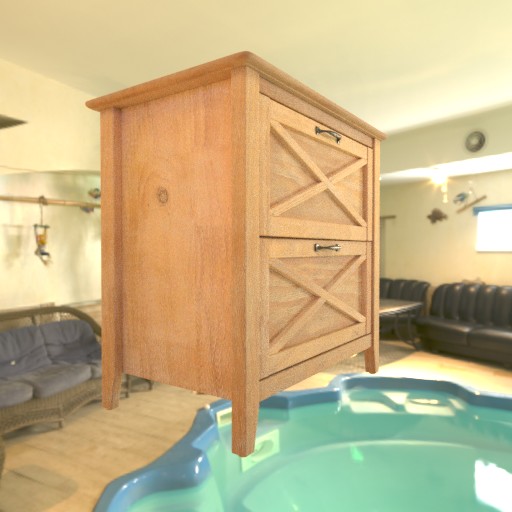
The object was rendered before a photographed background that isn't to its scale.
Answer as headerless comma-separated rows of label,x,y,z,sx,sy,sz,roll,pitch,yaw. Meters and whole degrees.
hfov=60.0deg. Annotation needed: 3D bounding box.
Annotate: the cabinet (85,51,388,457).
cabinet,0.000,0.000,1.261,0.503,0.762,0.763,1,1,35
